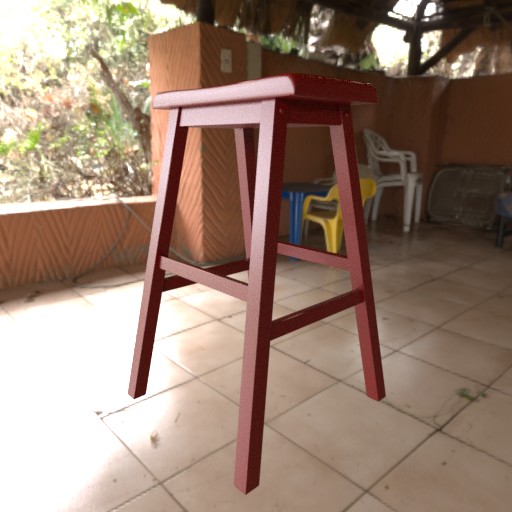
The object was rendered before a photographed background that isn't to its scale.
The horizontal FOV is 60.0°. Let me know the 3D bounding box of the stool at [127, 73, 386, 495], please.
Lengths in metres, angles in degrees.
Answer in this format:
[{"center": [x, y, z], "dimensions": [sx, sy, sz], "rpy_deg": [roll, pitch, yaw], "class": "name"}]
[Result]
[{"center": [0.000, 0.000, 1.038], "dimensions": [0.476, 0.737, 0.457], "rpy_deg": [-13, 20, -41], "class": "stool"}]
